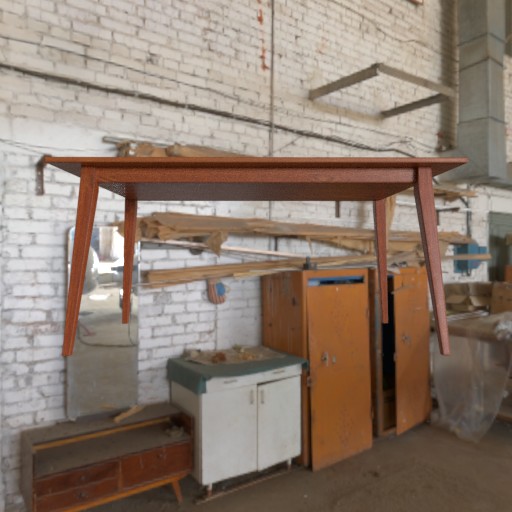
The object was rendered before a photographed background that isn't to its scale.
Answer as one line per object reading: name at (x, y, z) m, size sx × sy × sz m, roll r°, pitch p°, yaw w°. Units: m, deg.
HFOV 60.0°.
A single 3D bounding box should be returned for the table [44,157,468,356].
table at (0.000, 0.000, 2.087) m, size 1.609 × 0.755 × 0.811 m, roll 0°, pitch 0°, yaw 0°
